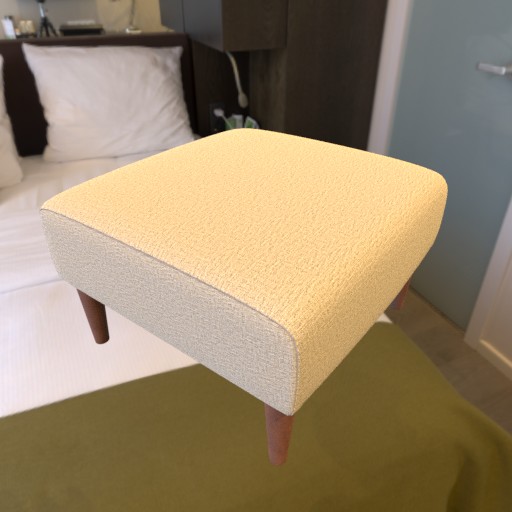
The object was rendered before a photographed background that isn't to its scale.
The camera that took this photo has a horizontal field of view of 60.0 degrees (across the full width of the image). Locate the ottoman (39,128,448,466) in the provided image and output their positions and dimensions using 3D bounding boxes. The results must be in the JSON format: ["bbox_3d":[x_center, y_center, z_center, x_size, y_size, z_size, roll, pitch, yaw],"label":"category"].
[{"bbox_3d":[0.000,0.000,1.022,0.649,0.398,0.650,22,38,31],"label":"ottoman"}]
